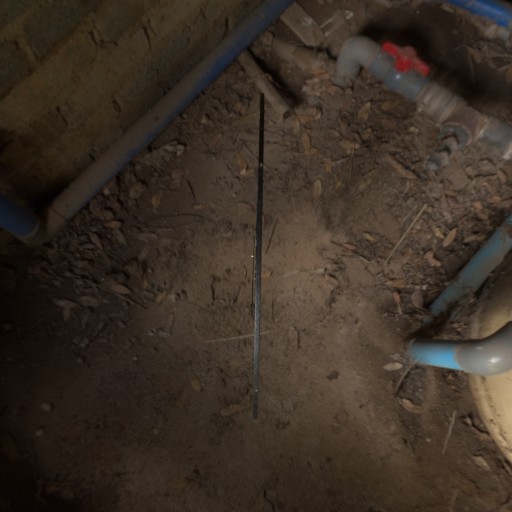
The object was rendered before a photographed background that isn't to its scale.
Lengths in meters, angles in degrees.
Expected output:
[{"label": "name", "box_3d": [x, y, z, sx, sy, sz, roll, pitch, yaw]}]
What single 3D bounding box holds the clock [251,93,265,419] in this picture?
[{"label": "clock", "box_3d": [0.000, 0.000, 1.221, 0.025, 0.843, 0.843, 1, 75, 0]}]
